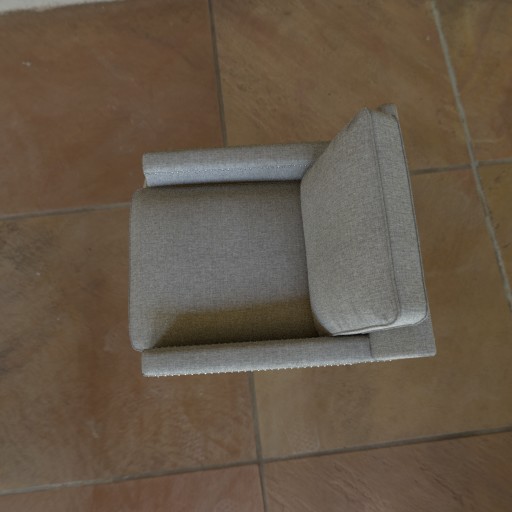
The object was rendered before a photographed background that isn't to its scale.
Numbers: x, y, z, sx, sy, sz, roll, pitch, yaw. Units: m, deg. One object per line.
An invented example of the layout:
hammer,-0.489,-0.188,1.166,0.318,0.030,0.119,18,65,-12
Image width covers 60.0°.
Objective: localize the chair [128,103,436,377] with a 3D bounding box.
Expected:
chair,0.000,0.000,1.711,1.014,0.943,0.853,-3,75,-1
